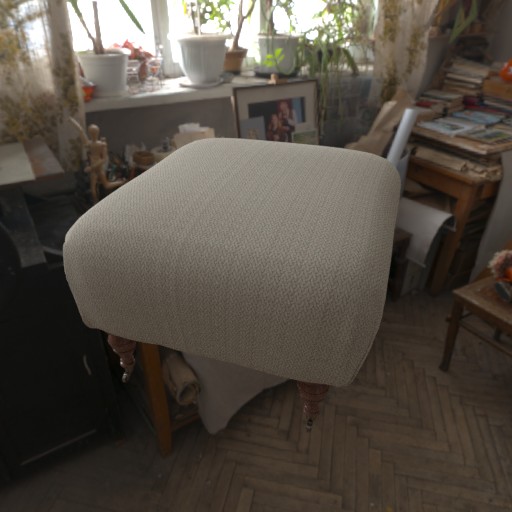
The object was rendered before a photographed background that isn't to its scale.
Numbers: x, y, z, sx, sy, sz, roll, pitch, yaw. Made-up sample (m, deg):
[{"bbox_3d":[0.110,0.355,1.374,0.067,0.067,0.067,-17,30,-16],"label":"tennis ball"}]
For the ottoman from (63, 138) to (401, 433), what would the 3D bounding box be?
[{"bbox_3d":[0.000,0.000,1.087,0.622,0.447,0.684,10,32,16],"label":"ottoman"}]
